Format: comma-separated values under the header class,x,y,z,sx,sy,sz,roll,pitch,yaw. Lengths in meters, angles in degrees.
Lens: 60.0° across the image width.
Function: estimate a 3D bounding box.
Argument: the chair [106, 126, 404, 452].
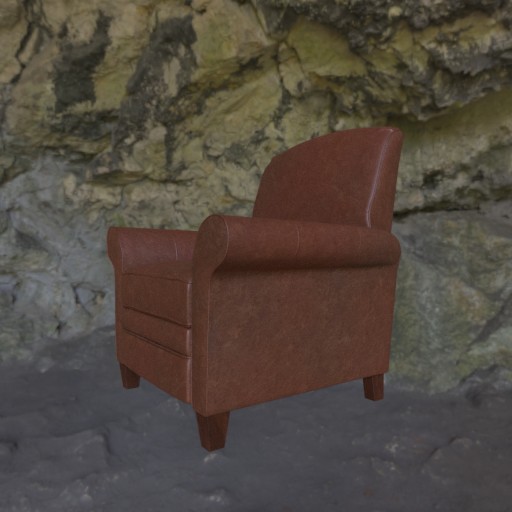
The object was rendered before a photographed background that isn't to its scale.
class,x,y,z,sx,sy,sz,roll,pitch,yaw
chair,0.000,0.000,1.737,0.902,1.061,0.978,-1,1,-36
